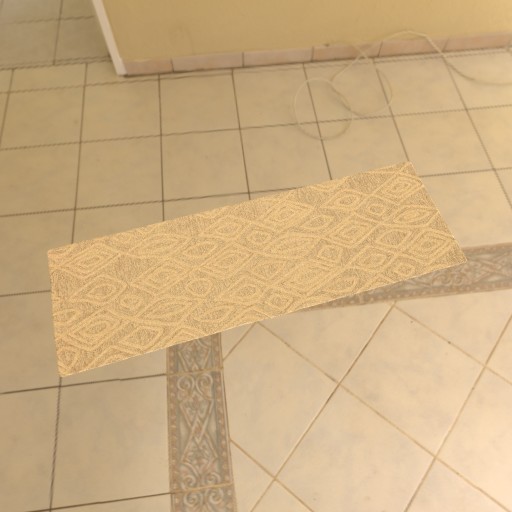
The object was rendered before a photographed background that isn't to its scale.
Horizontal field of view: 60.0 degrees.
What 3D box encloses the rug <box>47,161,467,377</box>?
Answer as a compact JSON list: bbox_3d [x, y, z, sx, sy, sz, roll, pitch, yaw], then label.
[{"bbox_3d":[0.000,0.000,2.693,2.436,0.013,0.807,-15,64,-8],"label":"rug"}]
